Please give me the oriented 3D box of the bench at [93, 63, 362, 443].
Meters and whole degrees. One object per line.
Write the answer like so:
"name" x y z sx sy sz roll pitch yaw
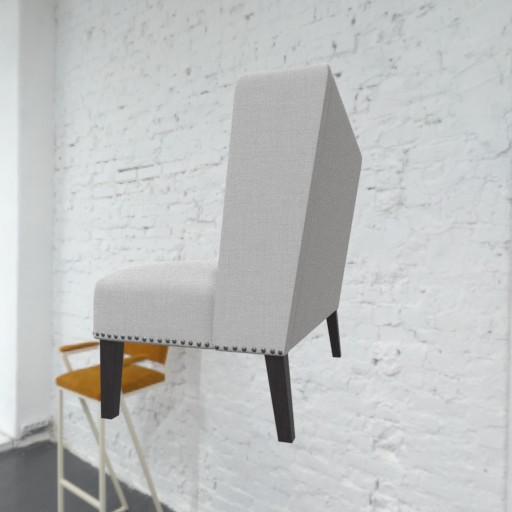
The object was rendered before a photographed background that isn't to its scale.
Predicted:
"bench" 0.000 0.000 2.000 0.847 1.123 1.280 0 0 18
